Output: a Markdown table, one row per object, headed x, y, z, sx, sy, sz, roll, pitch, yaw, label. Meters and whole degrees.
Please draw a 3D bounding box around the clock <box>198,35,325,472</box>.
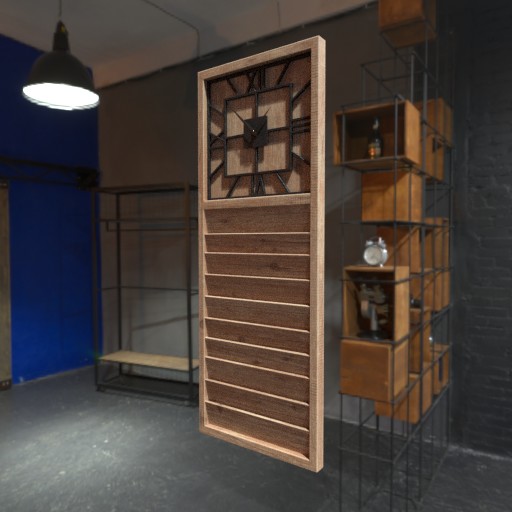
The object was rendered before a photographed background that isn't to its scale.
| x | y | z | sx | sy | sz | roll | pitch | yaw | label |
| --- | --- | --- | --- | --- | --- | --- | --- | --- | --- |
| 0.000 | 0.000 | 1.095 | 0.361 | 0.965 | 0.030 | 1 | 2 | 36 | clock |
